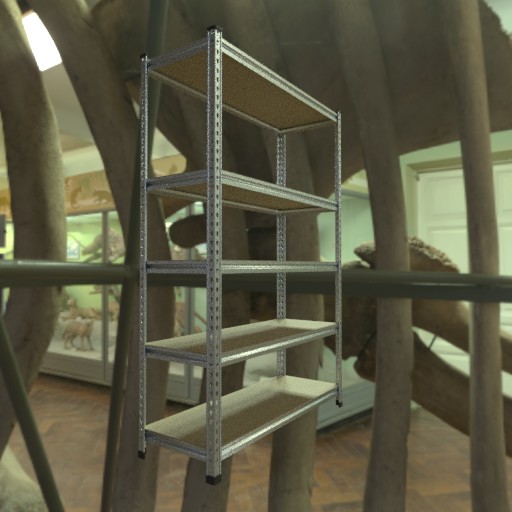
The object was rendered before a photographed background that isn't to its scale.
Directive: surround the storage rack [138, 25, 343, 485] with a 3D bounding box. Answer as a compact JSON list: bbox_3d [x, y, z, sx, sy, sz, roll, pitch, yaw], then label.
[{"bbox_3d":[0.000,0.000,2.384,0.457,1.829,1.219,-1,-2,35],"label":"storage rack"}]
